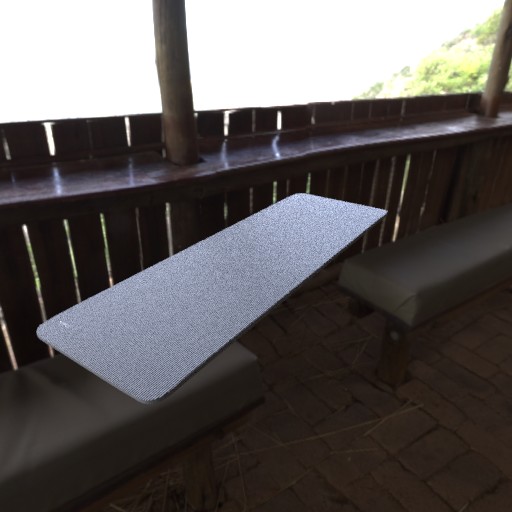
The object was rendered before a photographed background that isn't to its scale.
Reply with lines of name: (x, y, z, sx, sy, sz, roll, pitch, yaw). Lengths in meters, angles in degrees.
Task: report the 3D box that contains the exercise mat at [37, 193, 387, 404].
exercise mat: (0.000, 0.000, 2.074, 0.616, 0.021, 1.884, 17, 31, 31)
